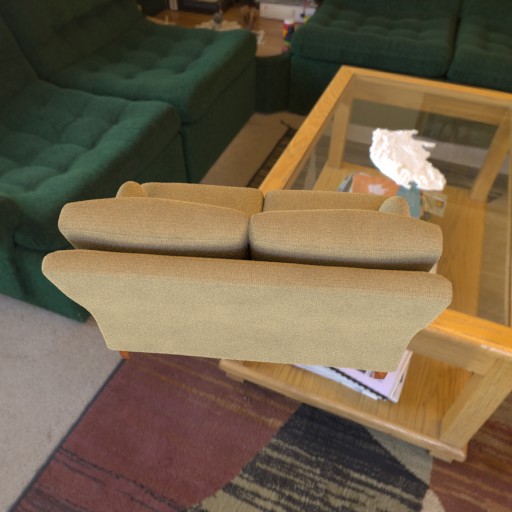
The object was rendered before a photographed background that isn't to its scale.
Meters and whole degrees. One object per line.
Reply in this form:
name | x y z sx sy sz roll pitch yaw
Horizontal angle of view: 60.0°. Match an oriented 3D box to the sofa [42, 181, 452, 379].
sofa | 0.000 0.000 2.159 1.480 0.999 1.087 4 46 4
